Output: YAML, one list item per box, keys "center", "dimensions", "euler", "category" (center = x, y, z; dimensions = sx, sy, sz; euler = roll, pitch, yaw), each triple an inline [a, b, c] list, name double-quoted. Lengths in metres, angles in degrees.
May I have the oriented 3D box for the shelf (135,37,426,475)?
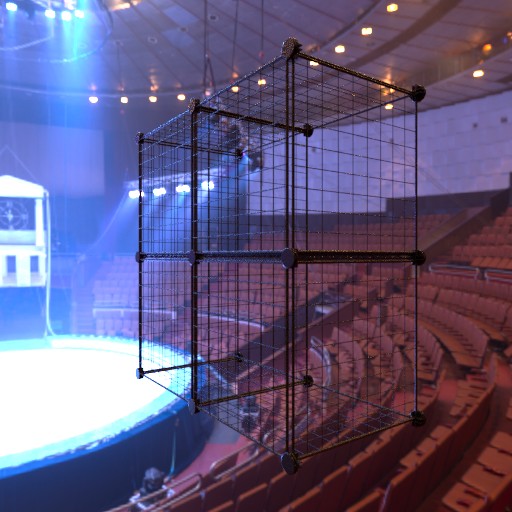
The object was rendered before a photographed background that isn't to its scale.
- center: [0.000, 0.000, 1.101]
  dimensions: [0.356, 0.711, 0.711]
  euler: [0, 0, -35]
  category: "shelf"
